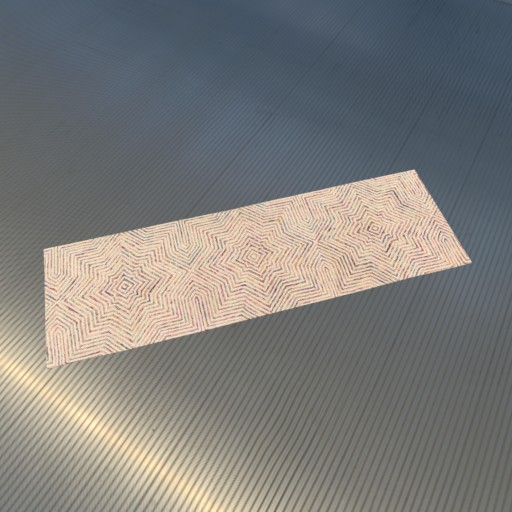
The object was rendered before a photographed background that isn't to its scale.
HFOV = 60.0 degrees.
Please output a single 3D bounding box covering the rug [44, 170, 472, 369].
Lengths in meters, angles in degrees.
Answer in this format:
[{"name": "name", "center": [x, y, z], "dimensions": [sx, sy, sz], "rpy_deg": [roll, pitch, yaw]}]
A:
[{"name": "rug", "center": [0.000, 0.000, 2.644], "dimensions": [2.443, 0.009, 0.771], "rpy_deg": [-13, 59, -8]}]
